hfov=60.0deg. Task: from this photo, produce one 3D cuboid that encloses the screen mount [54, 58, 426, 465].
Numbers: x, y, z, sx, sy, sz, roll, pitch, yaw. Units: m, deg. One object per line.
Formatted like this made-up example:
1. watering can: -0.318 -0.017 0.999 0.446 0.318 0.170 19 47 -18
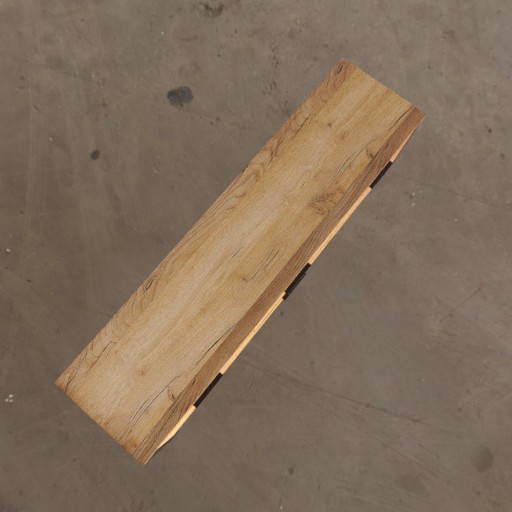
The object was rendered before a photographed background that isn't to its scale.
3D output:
1. screen mount: 0.000 0.000 1.720 0.395 0.450 1.524 38 79 9
